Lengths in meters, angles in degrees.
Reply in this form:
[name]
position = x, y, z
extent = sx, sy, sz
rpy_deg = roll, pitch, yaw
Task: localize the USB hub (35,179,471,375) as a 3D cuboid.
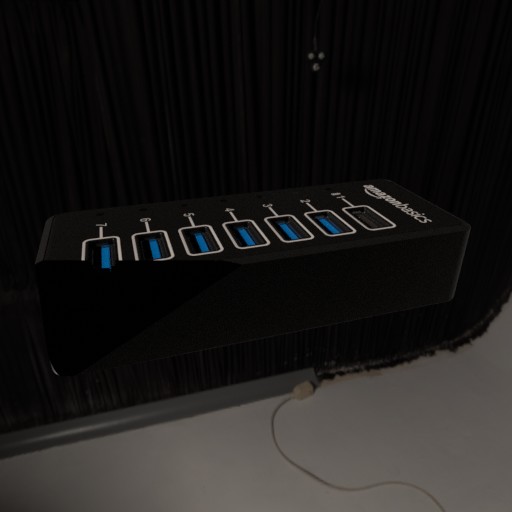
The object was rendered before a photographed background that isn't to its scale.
[USB hub]
position = 0.000, 0.000, 0.126
extent = 0.110, 0.023, 0.044
rpy_deg = -8, 29, -15
